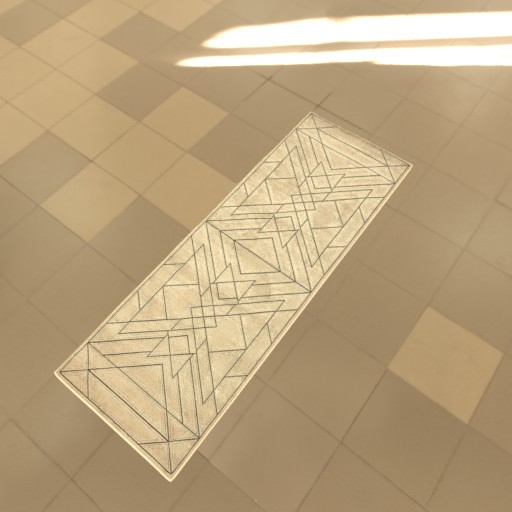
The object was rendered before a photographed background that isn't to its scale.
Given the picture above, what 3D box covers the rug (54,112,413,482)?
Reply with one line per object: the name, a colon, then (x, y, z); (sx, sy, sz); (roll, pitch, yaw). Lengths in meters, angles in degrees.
rug: (0.000, 0.000, 2.627); (0.831, 0.036, 2.381); (34, 66, 17)
